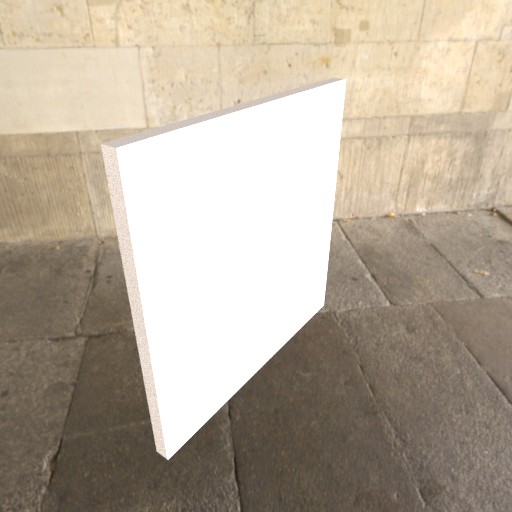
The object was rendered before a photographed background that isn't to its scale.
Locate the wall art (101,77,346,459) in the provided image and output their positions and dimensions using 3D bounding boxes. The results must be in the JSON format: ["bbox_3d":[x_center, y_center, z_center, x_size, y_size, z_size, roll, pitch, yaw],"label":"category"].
[{"bbox_3d":[0.000,0.000,0.837,0.028,0.559,0.559,21,37,31],"label":"wall art"}]
